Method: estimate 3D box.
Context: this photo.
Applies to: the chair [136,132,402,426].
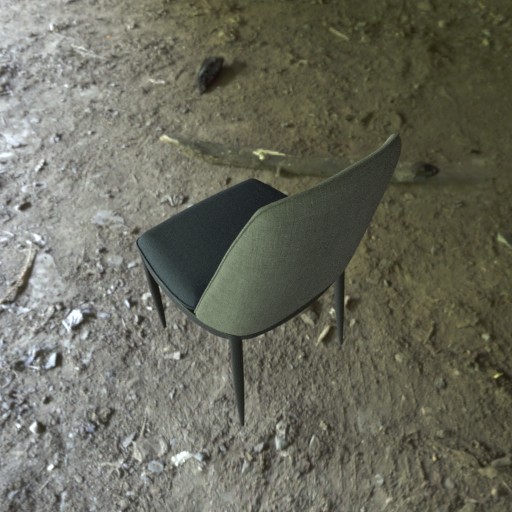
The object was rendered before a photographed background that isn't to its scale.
[{"bbox_3d":[0.000,0.000,1.189,0.488,0.855,0.550,-32,54,-26],"label":"chair"}]
